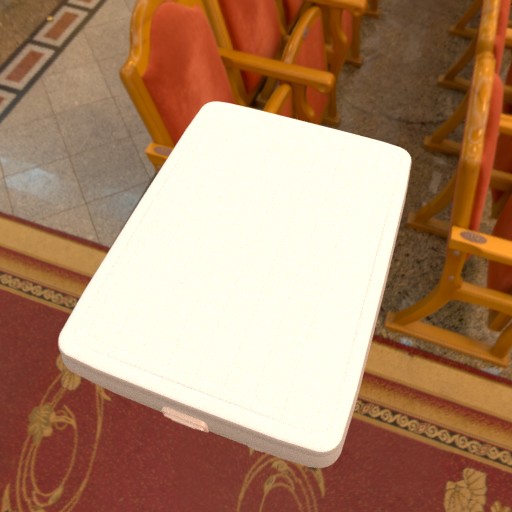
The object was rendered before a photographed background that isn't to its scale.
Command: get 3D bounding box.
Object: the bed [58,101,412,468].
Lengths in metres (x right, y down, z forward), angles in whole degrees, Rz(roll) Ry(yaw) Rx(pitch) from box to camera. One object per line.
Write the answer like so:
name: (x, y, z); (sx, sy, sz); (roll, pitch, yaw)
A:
bed: (0.000, 0.000, 2.639); (1.520, 0.460, 2.036); (17, 60, 10)
